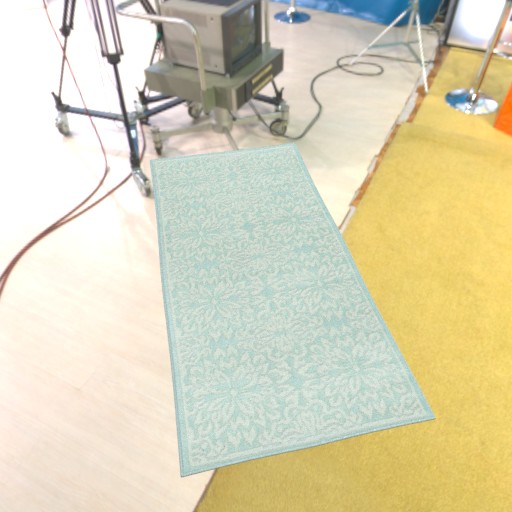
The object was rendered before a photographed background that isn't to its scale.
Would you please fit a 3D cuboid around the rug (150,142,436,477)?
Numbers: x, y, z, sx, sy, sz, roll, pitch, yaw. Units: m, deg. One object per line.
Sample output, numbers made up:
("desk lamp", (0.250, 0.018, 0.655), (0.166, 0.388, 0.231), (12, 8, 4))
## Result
("rug", (0.000, 0.000, 1.412), (0.604, 0.007, 1.219), (-9, 47, -9))
